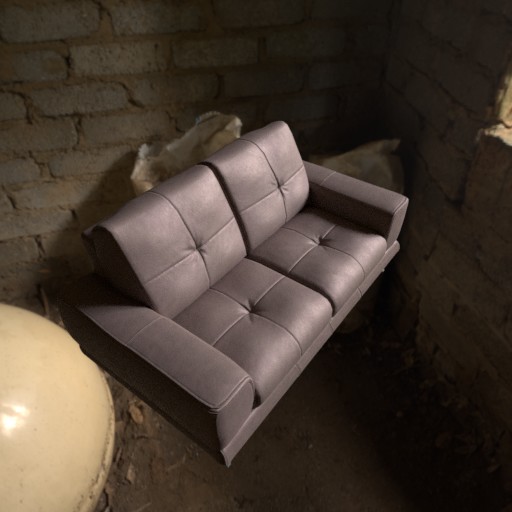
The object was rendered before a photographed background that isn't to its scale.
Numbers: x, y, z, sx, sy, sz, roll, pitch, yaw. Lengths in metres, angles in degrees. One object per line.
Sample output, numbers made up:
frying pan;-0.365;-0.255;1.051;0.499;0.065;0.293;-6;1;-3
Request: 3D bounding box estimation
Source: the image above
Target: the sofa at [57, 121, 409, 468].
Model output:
sofa;0.000;0.000;2.389;1.018;0.907;1.806;26;47;27
